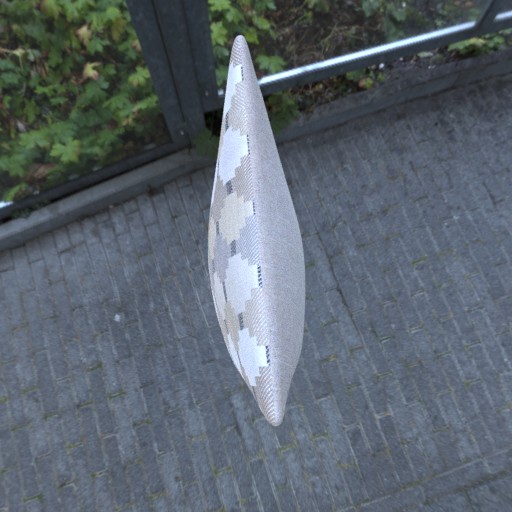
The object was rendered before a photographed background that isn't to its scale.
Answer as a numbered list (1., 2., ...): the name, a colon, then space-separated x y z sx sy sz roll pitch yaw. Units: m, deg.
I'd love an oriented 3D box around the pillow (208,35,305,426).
1. pillow: 0.000 0.000 0.866 0.192 0.558 0.578 -5 75 -1
